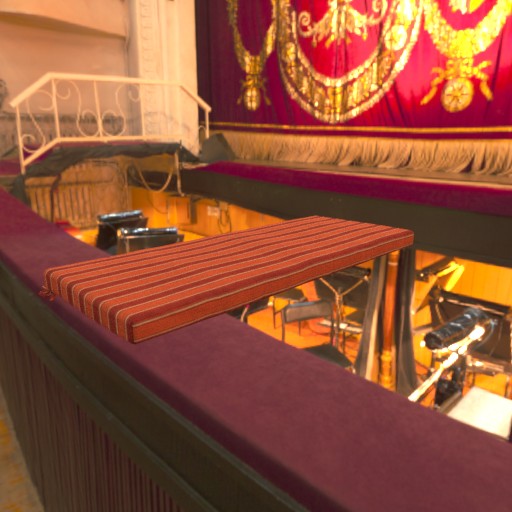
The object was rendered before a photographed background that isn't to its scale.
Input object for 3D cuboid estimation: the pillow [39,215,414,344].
[{"bbox_3d":[0.000,0.000,1.391,1.187,0.081,0.492,-15,21,-43],"label":"pillow"}]
